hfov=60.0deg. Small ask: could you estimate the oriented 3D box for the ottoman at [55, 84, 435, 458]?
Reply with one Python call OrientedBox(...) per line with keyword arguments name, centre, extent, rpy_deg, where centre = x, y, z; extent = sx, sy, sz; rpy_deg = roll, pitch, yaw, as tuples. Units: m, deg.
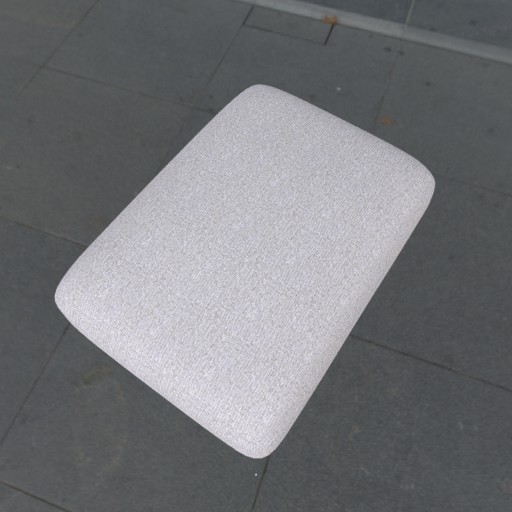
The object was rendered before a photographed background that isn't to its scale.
OrientedBox(name="ottoman", centre=(0.000, 0.000, 1.086), extent=(0.568, 0.420, 0.772), rpy_deg=(32, 68, 15))
